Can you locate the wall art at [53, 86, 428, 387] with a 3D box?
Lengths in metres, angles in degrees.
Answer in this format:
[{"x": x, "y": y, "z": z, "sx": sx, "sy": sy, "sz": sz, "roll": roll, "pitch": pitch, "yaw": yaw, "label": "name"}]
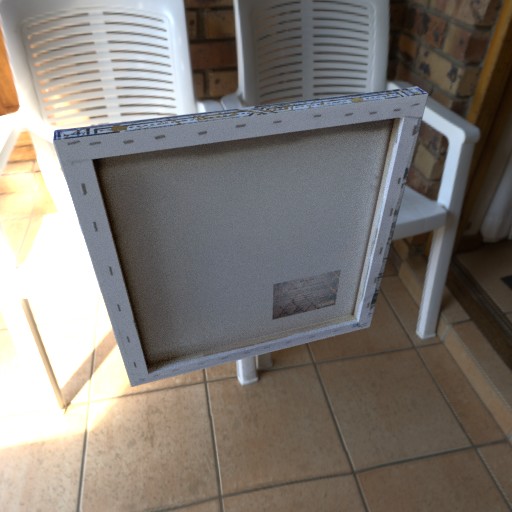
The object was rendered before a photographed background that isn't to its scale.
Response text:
[{"x": 0.000, "y": 0.000, "z": 0.898, "sx": 0.609, "sy": 0.607, "sz": 0.036, "roll": -11, "pitch": 42, "yaw": -13, "label": "wall art"}]
